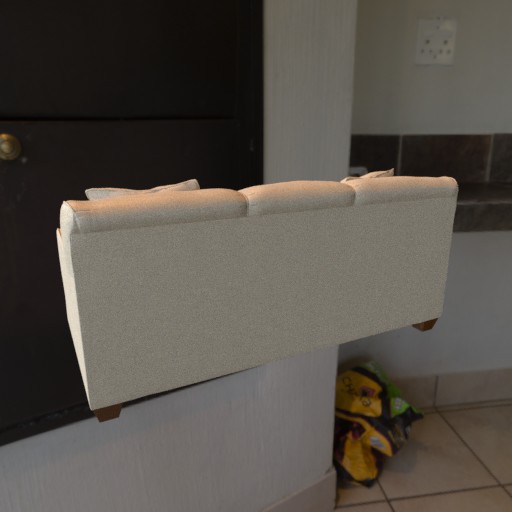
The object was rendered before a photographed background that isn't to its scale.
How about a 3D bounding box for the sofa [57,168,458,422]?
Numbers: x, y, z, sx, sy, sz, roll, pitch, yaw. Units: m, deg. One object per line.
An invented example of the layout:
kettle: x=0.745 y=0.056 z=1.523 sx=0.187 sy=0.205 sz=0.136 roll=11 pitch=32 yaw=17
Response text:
sofa: x=0.000 y=0.000 z=2.513 sx=2.024 sy=0.958 sz=0.997 roll=-8 pitch=18 yaw=-26
